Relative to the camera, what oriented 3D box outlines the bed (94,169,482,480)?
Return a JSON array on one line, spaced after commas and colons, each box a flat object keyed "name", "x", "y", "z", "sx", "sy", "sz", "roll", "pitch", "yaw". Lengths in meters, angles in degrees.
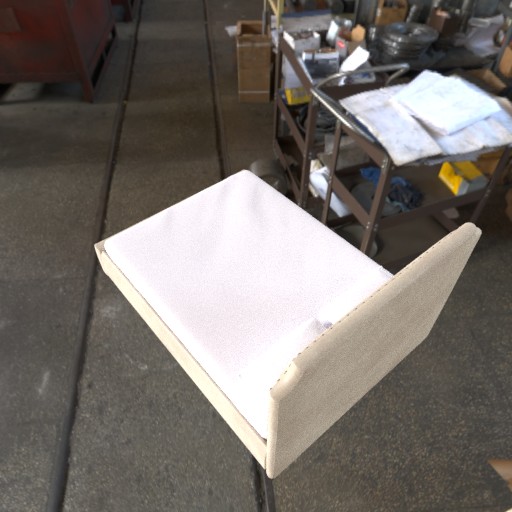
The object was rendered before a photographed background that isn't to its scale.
[{"name": "bed", "x": 0.000, "y": 0.000, "z": 3.383, "sx": 1.712, "sy": 1.443, "sz": 2.372, "roll": -32, "pitch": 55, "yaw": -26}]
